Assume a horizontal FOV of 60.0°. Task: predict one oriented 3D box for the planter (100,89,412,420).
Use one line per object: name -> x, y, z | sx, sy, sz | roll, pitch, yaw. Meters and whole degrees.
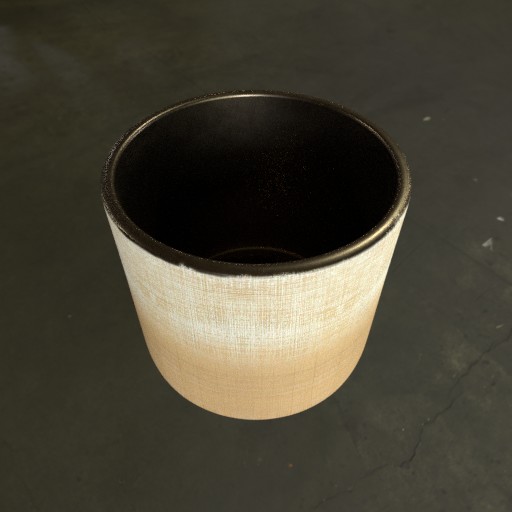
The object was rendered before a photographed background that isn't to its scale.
planter -> 0.000, 0.000, 0.388 | 0.221, 0.201, 0.221 | 0, 47, 0
